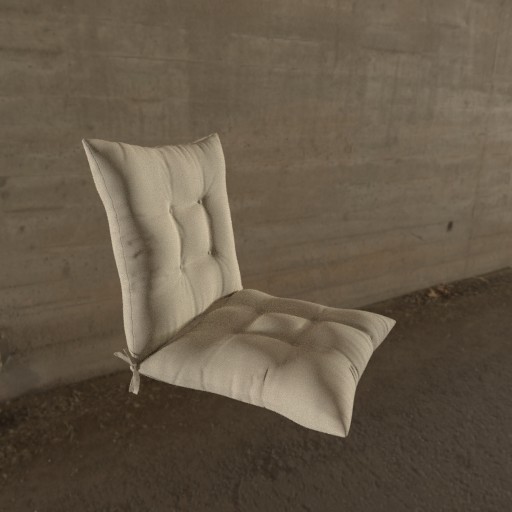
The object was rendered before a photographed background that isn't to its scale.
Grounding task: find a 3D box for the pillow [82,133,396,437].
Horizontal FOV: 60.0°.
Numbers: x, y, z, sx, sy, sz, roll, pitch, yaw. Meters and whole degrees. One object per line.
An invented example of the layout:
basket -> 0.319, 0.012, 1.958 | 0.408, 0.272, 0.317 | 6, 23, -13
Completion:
pillow -> 0.000, 0.000, 1.022 | 0.585, 0.536, 0.541 | 8, 18, 24
